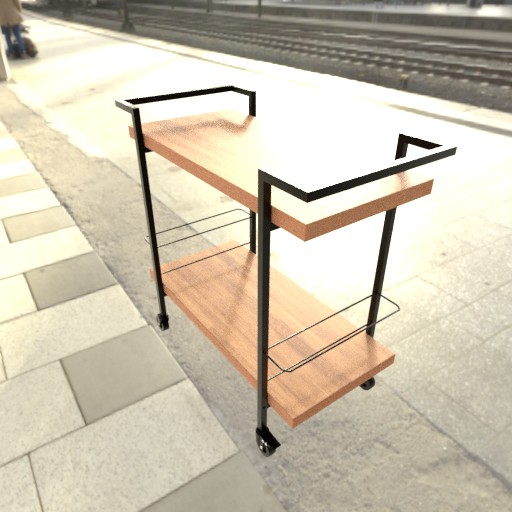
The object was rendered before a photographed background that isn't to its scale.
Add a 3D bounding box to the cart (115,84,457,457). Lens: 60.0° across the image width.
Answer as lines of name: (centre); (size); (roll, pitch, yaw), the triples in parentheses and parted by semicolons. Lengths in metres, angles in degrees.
cart: (0.000, 0.000, 1.253); (0.406, 0.762, 0.806); (-21, 37, -30)
